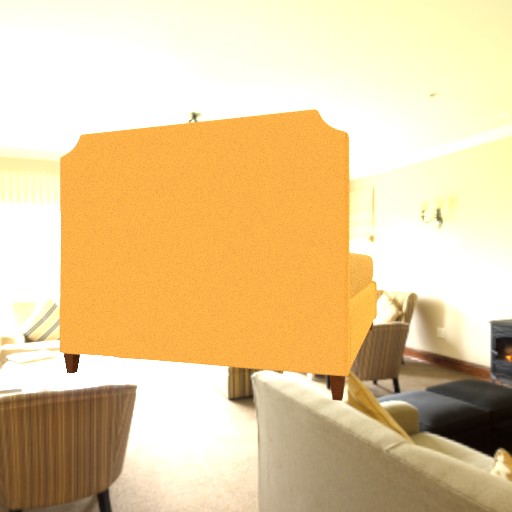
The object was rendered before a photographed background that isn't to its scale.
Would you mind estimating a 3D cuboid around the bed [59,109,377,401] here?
[{"bbox_3d":[0.000,0.000,3.466,1.703,1.415,2.329,0,0,18],"label":"bed"}]
